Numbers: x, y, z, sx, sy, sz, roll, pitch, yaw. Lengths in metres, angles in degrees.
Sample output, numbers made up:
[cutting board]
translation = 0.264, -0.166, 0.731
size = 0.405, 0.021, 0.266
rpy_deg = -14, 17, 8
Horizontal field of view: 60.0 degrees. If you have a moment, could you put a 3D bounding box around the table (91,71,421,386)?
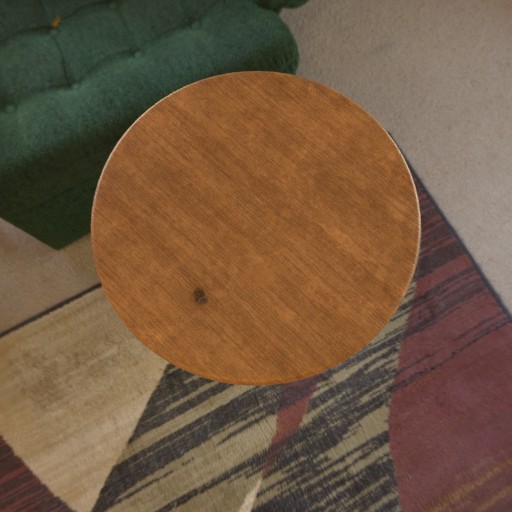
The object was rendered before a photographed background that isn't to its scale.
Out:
[table]
translation = 0.000, 0.000, 0.797
size = 0.432, 0.460, 0.432
rpy_deg = 0, 76, 0
